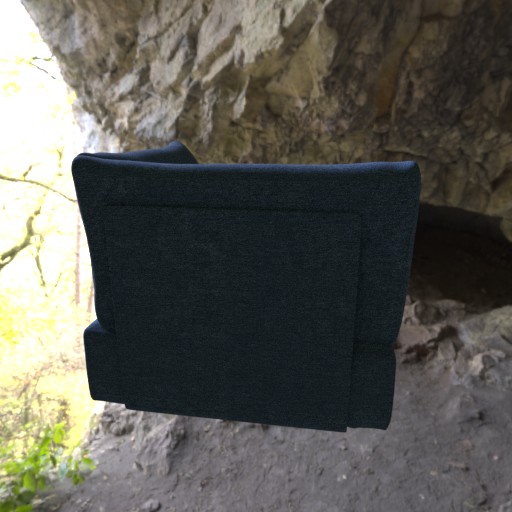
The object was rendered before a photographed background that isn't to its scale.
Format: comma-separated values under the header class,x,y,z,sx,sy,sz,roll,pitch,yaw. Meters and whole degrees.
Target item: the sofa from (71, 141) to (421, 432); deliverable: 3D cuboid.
class,x,y,z,sx,sy,sz,roll,pitch,yaw
sofa,0.000,0.000,1.712,1.000,0.820,1.000,3,17,9
